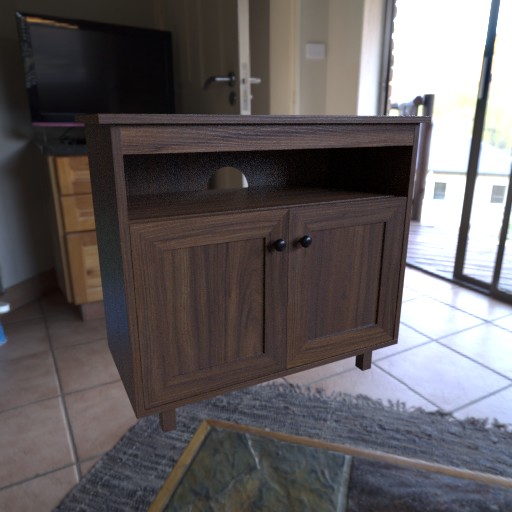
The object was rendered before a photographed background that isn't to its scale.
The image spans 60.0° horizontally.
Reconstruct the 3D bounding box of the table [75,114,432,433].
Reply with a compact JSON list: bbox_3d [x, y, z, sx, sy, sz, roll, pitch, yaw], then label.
[{"bbox_3d":[0.000,0.000,1.203,0.802,0.725,0.390,-8,19,-26],"label":"table"}]
